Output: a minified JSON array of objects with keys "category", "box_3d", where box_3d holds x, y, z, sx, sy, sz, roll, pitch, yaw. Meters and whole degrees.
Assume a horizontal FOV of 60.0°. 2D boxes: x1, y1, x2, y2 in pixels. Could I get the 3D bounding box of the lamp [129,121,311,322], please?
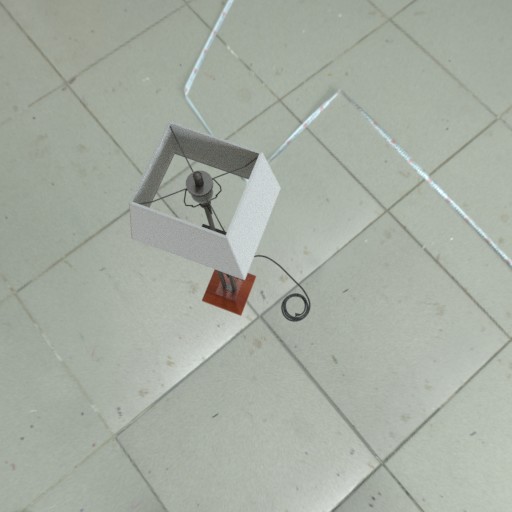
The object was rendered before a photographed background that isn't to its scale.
[{"category":"lamp","box_3d":[0.000,0.000,2.085,0.745,1.712,0.472,20,76,5]}]
